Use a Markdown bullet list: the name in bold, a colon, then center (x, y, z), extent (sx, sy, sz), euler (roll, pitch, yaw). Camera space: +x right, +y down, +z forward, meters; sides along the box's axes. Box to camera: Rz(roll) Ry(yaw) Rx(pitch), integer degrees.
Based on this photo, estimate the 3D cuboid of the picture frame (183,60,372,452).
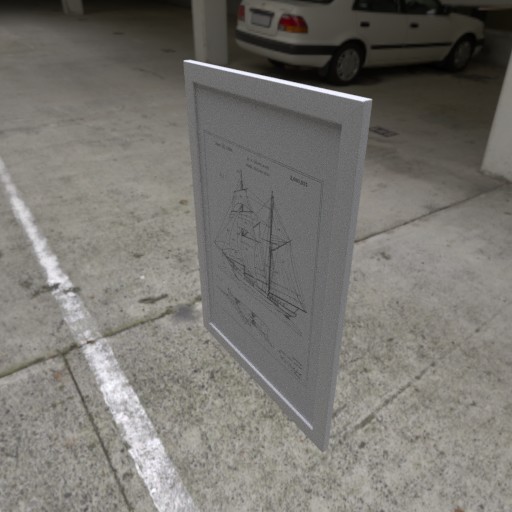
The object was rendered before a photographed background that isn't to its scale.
- **picture frame**: center (0.000, 0.000, 0.700), extent (0.012, 0.534, 0.381), euler (-20, 36, -30)
